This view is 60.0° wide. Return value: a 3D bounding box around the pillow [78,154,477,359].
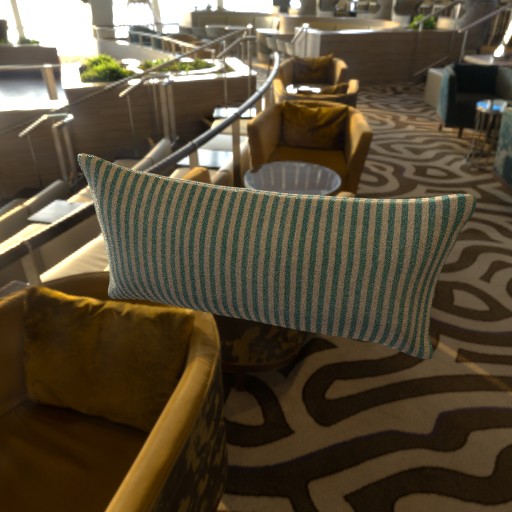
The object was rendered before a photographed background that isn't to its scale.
[{"bbox_3d":[0.000,0.000,0.740,0.617,0.295,0.151,9,32,14],"label":"pillow"}]
